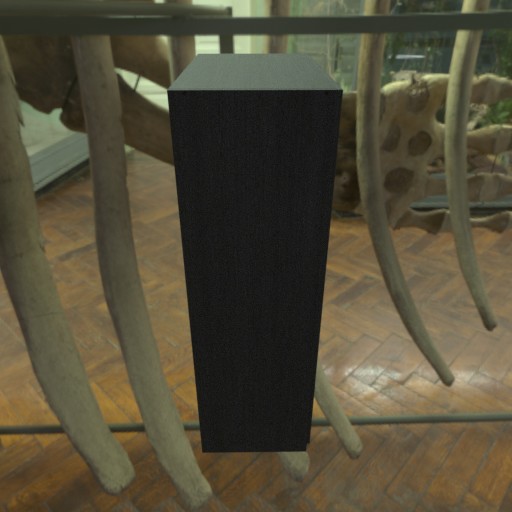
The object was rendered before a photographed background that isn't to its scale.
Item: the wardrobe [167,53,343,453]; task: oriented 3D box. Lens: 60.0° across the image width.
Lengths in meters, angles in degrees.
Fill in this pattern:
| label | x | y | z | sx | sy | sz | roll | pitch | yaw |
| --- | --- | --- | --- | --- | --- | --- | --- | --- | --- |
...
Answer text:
| label | x | y | z | sx | sy | sz | roll | pitch | yaw |
| --- | --- | --- | --- | --- | --- | --- | --- | --- | --- |
| wardrobe | 0.000 | 0.000 | 2.290 | 0.577 | 1.808 | 0.991 | 0 | 31 | -1 |
